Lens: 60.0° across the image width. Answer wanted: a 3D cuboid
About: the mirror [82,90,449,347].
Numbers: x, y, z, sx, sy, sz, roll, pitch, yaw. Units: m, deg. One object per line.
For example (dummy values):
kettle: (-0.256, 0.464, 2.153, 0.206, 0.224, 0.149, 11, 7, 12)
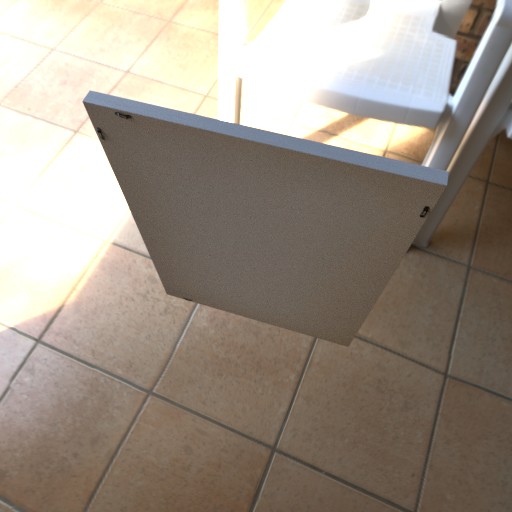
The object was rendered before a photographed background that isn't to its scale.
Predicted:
mirror: (0.000, 0.000, 1.339, 0.762, 1.016, 0.040, 15, 62, 8)
